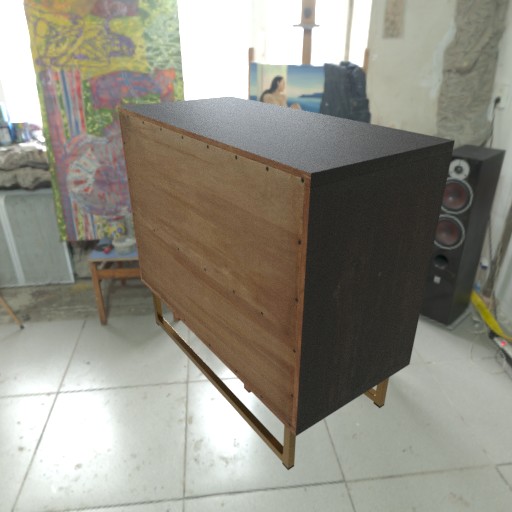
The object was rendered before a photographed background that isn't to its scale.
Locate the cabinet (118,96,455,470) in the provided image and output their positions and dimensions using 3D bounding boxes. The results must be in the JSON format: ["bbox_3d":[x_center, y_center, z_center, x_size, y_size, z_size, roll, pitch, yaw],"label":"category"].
[{"bbox_3d":[0.000,0.000,1.449,0.451,0.860,0.950,-18,32,-32],"label":"cabinet"}]
